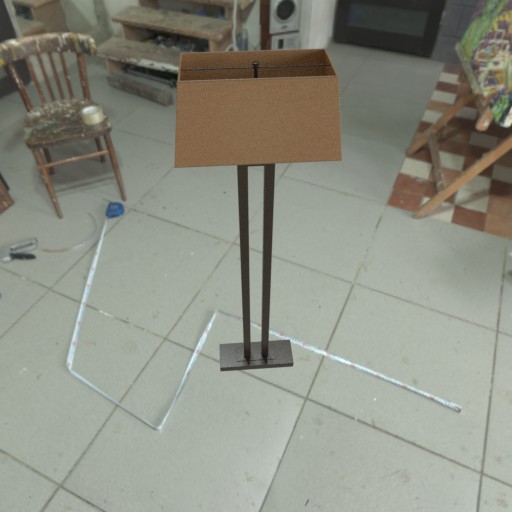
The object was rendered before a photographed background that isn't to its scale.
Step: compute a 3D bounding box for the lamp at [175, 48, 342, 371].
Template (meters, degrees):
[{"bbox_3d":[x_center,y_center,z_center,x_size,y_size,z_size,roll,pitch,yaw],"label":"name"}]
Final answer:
[{"bbox_3d":[0.000,0.000,1.693,0.475,1.469,0.233,-3,46,-3],"label":"lamp"}]
